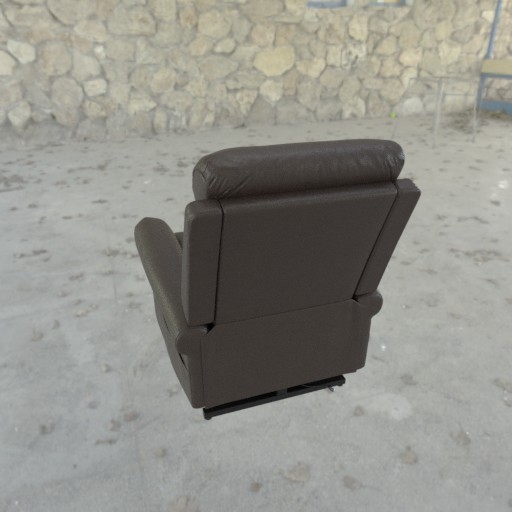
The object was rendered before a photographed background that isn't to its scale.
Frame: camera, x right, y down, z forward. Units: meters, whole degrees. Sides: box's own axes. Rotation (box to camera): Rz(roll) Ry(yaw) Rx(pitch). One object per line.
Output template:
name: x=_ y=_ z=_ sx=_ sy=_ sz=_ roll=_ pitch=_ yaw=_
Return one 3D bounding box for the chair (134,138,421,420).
chair: x=0.000 y=0.000 z=1.736 sx=0.869 sy=1.028 sz=0.978 roll=-8 pitch=27 yaw=-17
